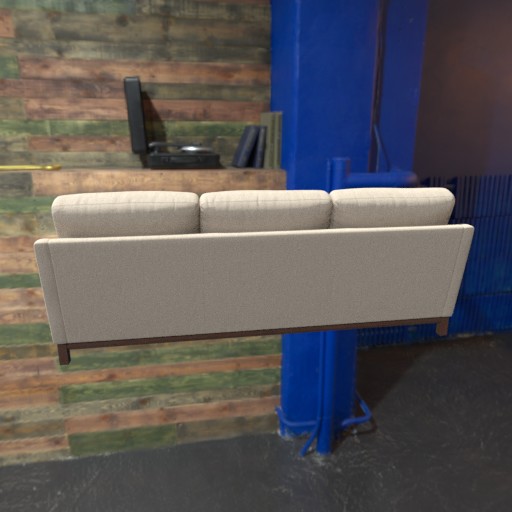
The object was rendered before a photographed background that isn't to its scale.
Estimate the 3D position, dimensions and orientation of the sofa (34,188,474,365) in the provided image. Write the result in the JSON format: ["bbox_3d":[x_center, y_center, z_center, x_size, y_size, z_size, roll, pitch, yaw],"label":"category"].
[{"bbox_3d":[0.000,0.000,2.800,2.321,0.913,1.000,-3,15,-9],"label":"sofa"}]
